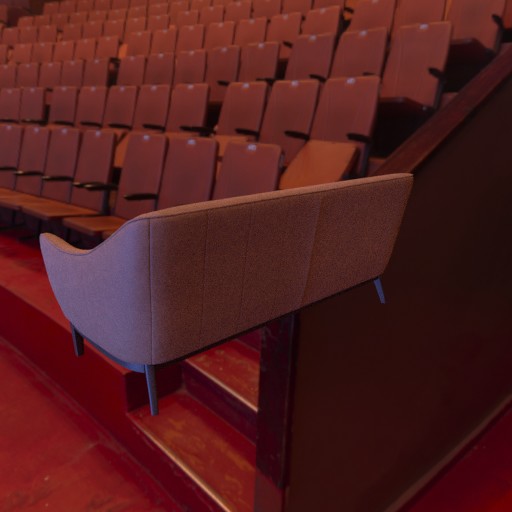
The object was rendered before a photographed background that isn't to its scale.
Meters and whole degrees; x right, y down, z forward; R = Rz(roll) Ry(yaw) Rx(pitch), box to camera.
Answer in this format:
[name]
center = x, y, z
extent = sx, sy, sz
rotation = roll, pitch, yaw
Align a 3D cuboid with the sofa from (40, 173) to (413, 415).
[sofa]
center = 0.000, 0.000, 2.384
extent = 1.928, 0.830, 0.869
rotation = -15, 23, -40
